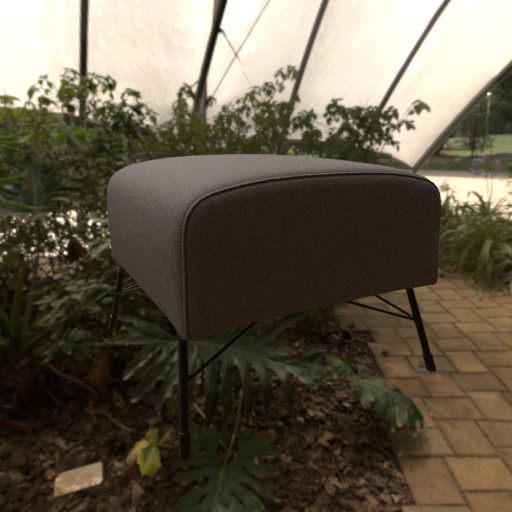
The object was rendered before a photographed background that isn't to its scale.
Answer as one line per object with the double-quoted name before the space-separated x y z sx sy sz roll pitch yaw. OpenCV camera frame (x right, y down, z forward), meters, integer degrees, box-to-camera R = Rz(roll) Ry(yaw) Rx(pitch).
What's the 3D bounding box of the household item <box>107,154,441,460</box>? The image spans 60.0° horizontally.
"household item" 0.000 0.000 0.921 0.530 0.410 0.530 -8 17 -28
